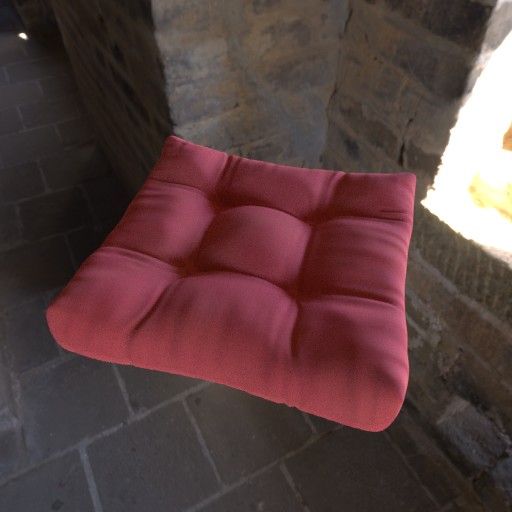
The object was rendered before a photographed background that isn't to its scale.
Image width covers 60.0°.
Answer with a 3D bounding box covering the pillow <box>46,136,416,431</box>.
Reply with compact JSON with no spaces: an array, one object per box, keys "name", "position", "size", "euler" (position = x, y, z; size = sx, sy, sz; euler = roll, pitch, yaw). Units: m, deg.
[{"name":"pillow","position":[0.000,0.000,0.725],"size":[0.490,0.128,0.468],"euler":[11,48,10]}]
